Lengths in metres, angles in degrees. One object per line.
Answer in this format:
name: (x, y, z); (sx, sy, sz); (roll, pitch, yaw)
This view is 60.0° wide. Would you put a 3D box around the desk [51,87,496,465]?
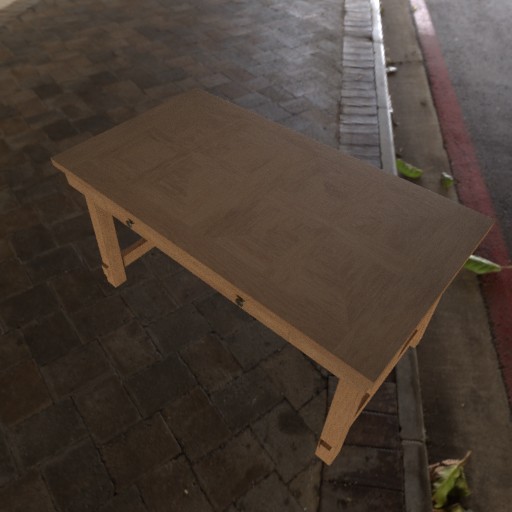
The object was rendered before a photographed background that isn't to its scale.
desk: (0.000, 0.000, 1.942); (1.499, 0.762, 0.813); (32, 55, 27)
